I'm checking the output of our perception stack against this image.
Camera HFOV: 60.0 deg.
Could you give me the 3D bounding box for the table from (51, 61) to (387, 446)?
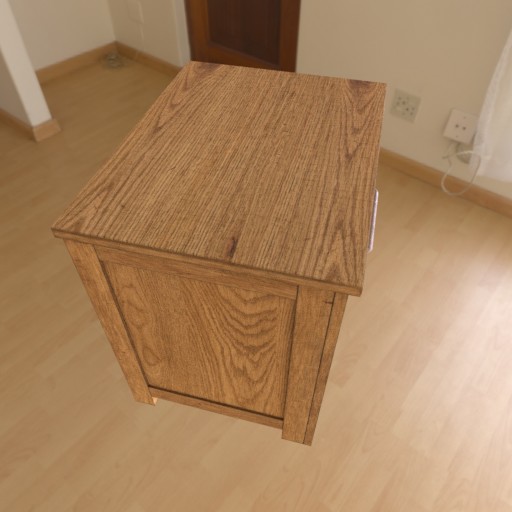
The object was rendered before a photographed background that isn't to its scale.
[{"bbox_3d":[0.000,0.000,1.055,0.494,0.625,0.601,11,48,10],"label":"table"}]
